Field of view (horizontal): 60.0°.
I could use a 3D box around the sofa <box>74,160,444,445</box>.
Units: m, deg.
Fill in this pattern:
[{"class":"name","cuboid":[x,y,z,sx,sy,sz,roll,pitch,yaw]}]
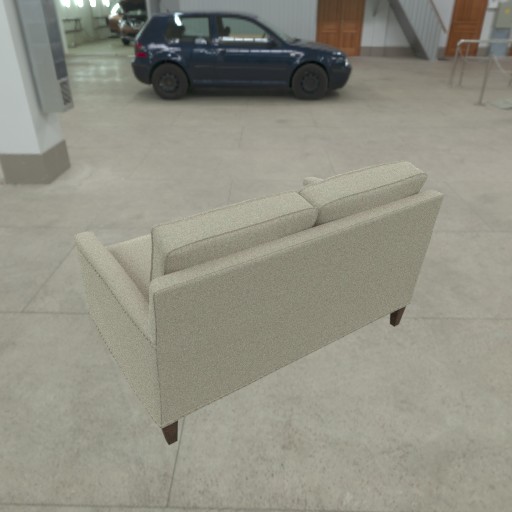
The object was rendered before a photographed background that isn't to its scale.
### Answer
[{"class":"sofa","cuboid":[0.000,0.000,2.332,1.597,1.003,1.084,-19,35,-29]}]
